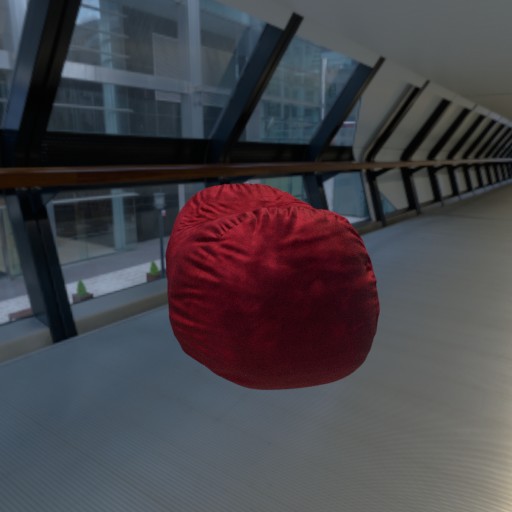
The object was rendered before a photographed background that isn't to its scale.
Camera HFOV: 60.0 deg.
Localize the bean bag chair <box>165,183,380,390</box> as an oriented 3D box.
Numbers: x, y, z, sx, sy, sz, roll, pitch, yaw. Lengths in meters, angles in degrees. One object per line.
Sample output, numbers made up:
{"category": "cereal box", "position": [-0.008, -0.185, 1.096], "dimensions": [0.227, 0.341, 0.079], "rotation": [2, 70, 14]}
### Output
{"category": "bean bag chair", "position": [0.000, 0.000, 2.961], "dimensions": [1.216, 0.867, 2.293], "rotation": [-2, 14, -10]}
